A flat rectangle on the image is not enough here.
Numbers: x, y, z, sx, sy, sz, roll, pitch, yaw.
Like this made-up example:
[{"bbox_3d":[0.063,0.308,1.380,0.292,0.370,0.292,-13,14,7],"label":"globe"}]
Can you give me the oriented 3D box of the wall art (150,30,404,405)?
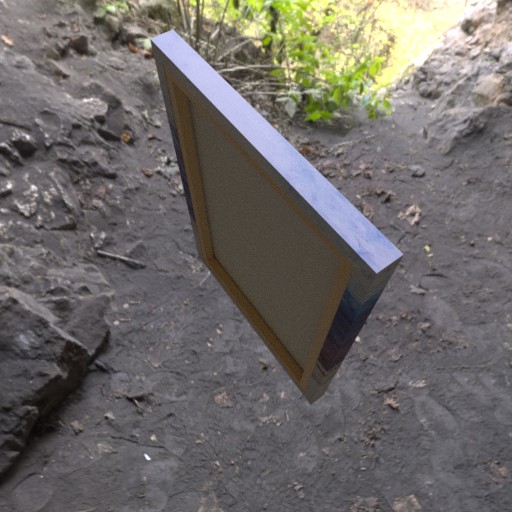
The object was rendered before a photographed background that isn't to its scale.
[{"bbox_3d":[0.000,0.000,0.759,0.036,0.581,0.437,-32,65,-17],"label":"wall art"}]
